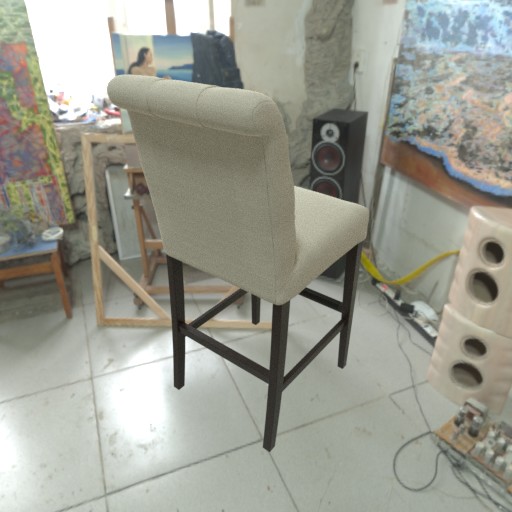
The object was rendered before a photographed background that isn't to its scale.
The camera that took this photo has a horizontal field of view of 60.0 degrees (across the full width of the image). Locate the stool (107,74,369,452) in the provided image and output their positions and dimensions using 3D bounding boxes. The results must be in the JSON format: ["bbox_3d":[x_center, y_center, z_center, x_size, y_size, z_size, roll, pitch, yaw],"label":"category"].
[{"bbox_3d":[0.000,0.000,1.420,0.482,1.118,0.610,22,37,32],"label":"stool"}]
